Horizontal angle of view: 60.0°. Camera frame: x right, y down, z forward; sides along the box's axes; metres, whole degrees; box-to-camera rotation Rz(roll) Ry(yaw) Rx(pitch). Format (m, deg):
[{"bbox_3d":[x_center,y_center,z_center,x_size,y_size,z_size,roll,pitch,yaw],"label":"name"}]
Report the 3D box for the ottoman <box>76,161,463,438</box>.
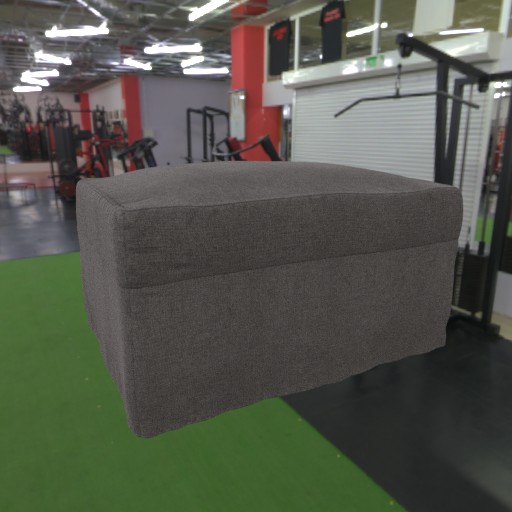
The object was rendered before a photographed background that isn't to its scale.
[{"bbox_3d":[0.000,0.000,1.198,0.833,0.492,0.652,-8,17,-27],"label":"ottoman"}]
